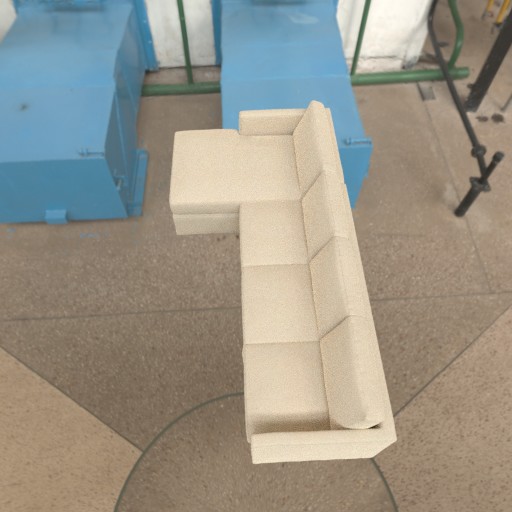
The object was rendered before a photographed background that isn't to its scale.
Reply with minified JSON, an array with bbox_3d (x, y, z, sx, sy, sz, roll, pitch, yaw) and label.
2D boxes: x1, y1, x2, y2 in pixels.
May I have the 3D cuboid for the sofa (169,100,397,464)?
[{"bbox_3d":[0.000,0.000,3.851,1.650,0.922,3.205,-2,57,-1],"label":"sofa"}]
